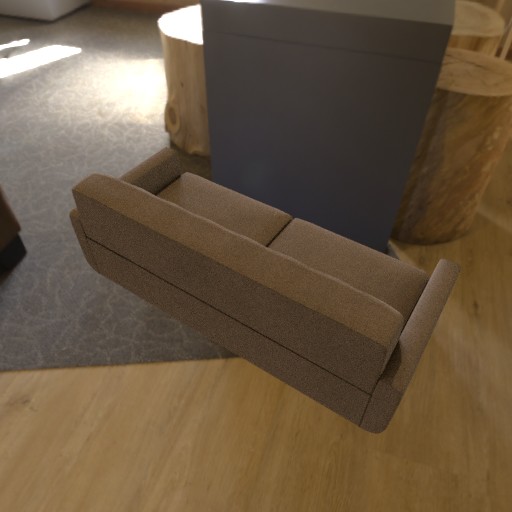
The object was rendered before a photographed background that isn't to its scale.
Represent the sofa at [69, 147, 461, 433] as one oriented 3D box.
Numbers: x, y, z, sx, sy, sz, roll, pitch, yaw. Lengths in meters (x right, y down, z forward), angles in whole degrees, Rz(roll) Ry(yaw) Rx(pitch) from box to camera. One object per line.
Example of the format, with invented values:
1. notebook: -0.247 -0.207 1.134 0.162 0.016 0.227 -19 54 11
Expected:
1. sofa: 0.000 0.000 2.551 2.029 0.841 0.909 25 51 23
